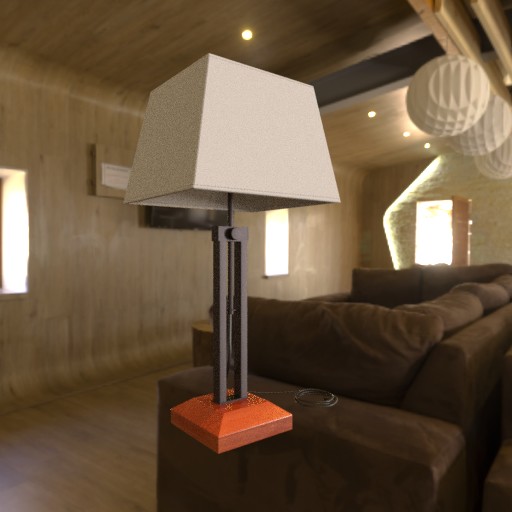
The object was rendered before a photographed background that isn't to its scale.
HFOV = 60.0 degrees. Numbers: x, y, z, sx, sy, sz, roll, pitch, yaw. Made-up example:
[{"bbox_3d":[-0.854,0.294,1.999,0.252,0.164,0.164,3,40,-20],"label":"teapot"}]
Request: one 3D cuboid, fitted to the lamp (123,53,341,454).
[{"bbox_3d":[0.000,0.000,0.999,0.498,0.737,0.310,0,1,-37],"label":"lamp"}]
